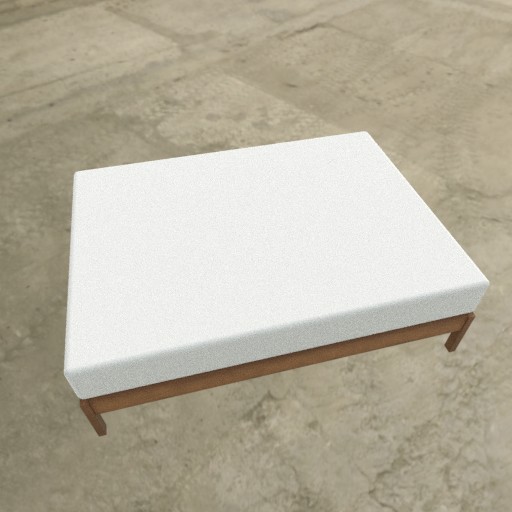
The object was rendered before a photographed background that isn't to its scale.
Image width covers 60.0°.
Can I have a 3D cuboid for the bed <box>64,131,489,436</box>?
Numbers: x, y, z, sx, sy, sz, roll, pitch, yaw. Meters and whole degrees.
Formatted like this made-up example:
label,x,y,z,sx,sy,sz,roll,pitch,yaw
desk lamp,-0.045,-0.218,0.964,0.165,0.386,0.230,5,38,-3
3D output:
label,x,y,z,sx,sy,sz,roll,pitch,yaw
bed,0.000,0.000,2.733,2.050,0.593,1.529,-10,47,-10
